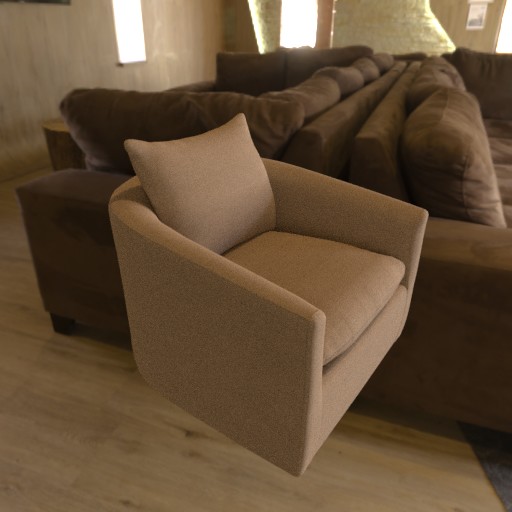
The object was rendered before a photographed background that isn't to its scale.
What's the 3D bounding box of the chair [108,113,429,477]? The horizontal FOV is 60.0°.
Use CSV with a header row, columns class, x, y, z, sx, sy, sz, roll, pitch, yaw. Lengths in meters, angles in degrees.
class,x,y,z,sx,sy,sz,roll,pitch,yaw
chair,0.000,0.000,1.553,0.910,0.848,0.845,18,32,31
